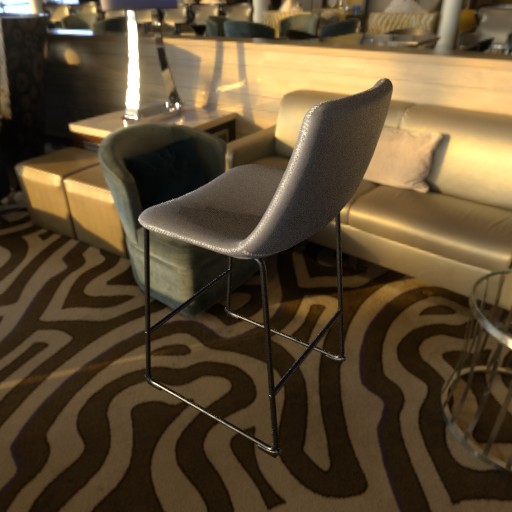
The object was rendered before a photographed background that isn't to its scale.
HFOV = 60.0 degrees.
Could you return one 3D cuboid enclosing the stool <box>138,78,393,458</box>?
[{"bbox_3d":[0.000,0.000,1.155,0.546,0.876,0.470,19,35,29],"label":"stool"}]
